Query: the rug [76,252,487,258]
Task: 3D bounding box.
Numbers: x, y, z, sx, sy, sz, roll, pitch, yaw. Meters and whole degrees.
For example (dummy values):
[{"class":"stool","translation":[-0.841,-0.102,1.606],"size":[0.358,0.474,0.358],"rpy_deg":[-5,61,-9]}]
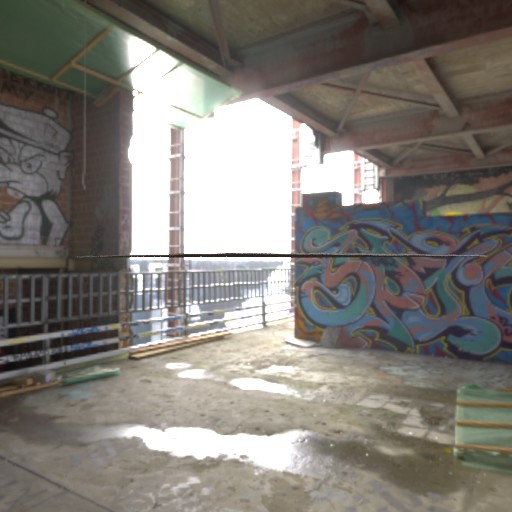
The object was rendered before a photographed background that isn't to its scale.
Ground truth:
[{"class":"rug","translation":[0.000,0.000,4.098],"size":[2.468,0.022,3.061],"rpy_deg":[0,-1,-36]}]
